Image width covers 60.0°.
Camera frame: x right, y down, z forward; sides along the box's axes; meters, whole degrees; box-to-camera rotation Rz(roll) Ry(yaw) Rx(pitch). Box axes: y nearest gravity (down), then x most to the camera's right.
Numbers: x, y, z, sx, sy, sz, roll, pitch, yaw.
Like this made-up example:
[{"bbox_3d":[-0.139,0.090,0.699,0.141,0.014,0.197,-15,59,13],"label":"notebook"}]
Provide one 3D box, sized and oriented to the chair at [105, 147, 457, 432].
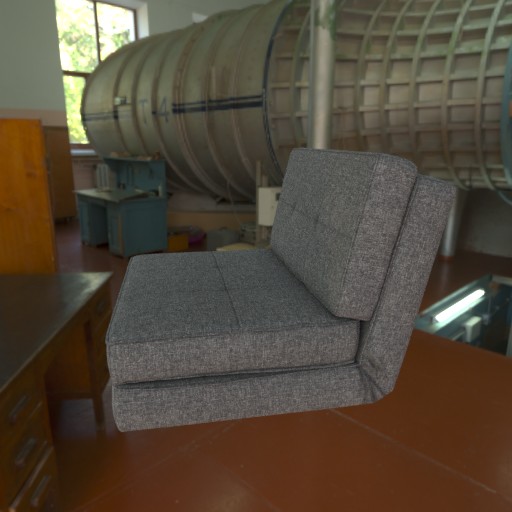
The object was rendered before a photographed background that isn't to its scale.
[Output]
[{"bbox_3d":[0.000,0.000,1.320,0.800,0.615,0.740,-3,15,-10],"label":"chair"}]
